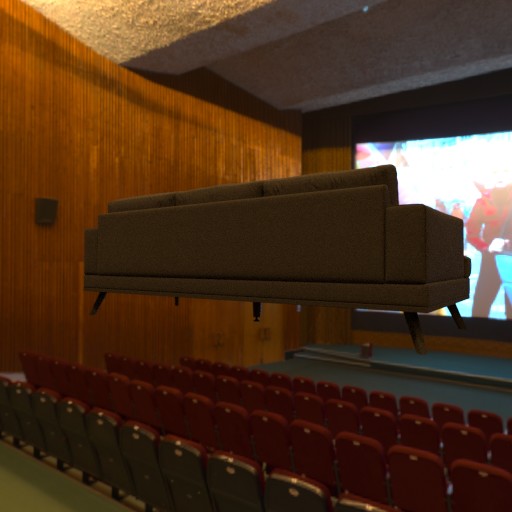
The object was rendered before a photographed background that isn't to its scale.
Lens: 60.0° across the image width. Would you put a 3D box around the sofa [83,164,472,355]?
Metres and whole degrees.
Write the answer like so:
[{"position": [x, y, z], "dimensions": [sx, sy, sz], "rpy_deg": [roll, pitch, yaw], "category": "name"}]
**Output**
[{"position": [0.000, 0.000, 2.763], "dimensions": [2.310, 0.810, 0.920], "rpy_deg": [-1, -1, 36], "category": "sofa"}]
